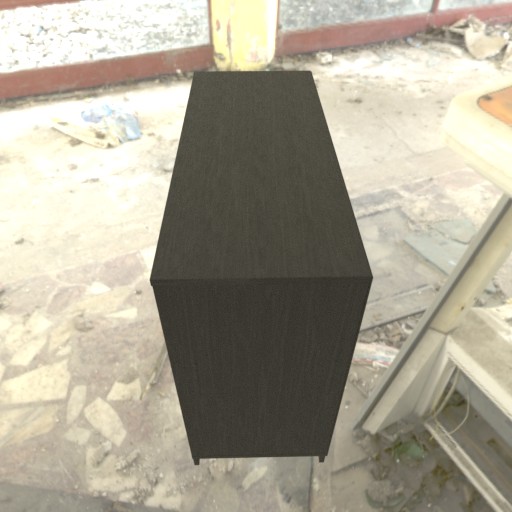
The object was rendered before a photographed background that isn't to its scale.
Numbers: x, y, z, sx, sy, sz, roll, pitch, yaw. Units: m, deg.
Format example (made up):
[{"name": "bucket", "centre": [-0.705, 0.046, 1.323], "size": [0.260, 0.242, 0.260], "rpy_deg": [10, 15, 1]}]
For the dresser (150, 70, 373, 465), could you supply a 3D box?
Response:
[{"name": "dresser", "centre": [0.000, 0.000, 1.439], "size": [0.404, 0.816, 0.994], "rpy_deg": [-1, 43, -1]}]
